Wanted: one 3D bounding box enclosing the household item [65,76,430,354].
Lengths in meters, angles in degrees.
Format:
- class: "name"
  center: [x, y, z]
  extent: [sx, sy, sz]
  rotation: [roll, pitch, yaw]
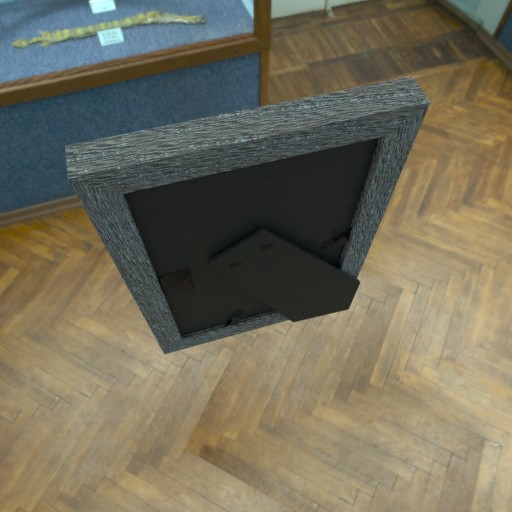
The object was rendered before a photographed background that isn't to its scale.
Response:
- class: "household item"
  center: [0.000, 0.000, 0.236]
  extent: [0.133, 0.180, 0.020]
  rotation: [-14, 60, -8]
